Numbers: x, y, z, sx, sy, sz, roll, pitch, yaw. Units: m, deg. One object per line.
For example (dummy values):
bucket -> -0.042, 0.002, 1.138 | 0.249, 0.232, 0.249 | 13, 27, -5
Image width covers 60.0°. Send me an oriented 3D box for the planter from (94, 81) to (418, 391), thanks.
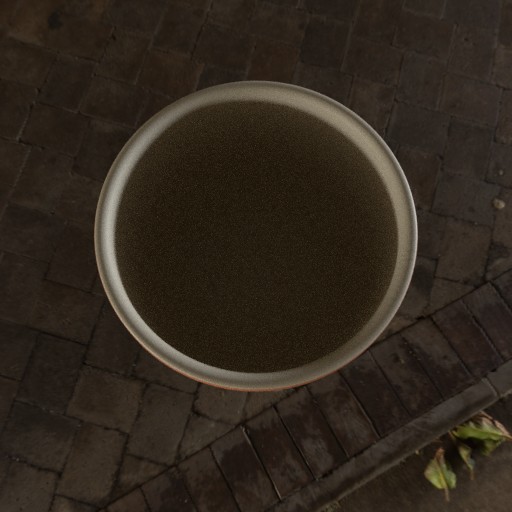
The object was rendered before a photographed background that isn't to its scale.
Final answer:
planter -> 0.000, 0.000, 0.220 | 0.124, 0.109, 0.124 | 0, 76, 0
